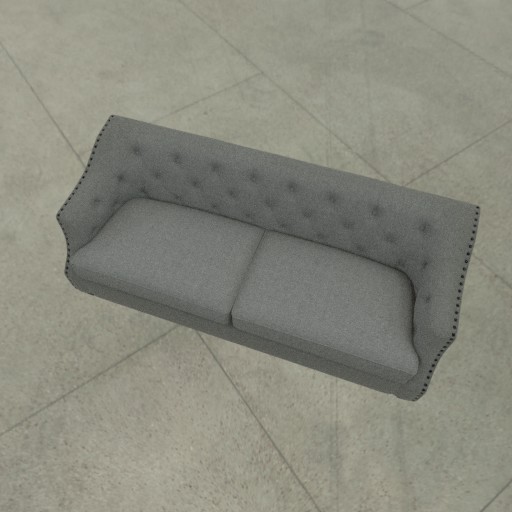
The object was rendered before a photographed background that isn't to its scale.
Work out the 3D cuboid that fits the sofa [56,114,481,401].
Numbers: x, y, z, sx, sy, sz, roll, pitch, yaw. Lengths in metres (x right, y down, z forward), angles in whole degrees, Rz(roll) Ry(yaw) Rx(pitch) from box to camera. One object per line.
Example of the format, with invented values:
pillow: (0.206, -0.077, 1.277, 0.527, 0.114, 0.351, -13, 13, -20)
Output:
sofa: (0.000, 0.000, 2.668, 2.235, 0.901, 0.914, 16, 59, 10)
